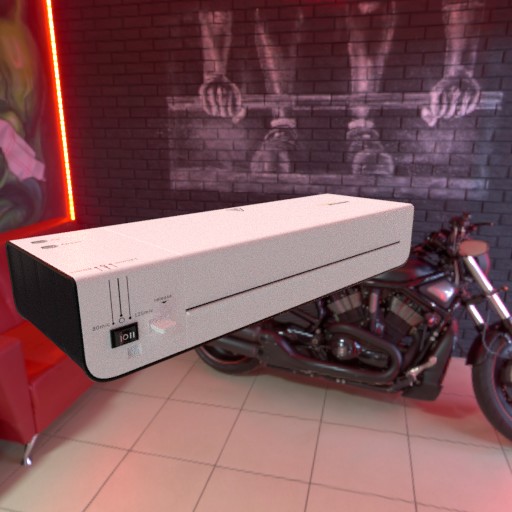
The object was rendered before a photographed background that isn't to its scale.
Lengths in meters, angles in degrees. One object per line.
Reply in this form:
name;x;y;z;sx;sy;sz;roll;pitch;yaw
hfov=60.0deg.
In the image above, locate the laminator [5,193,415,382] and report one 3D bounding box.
laminator;0.000;0.000;0.369;0.340;0.062;0.123;-14;21;-42
